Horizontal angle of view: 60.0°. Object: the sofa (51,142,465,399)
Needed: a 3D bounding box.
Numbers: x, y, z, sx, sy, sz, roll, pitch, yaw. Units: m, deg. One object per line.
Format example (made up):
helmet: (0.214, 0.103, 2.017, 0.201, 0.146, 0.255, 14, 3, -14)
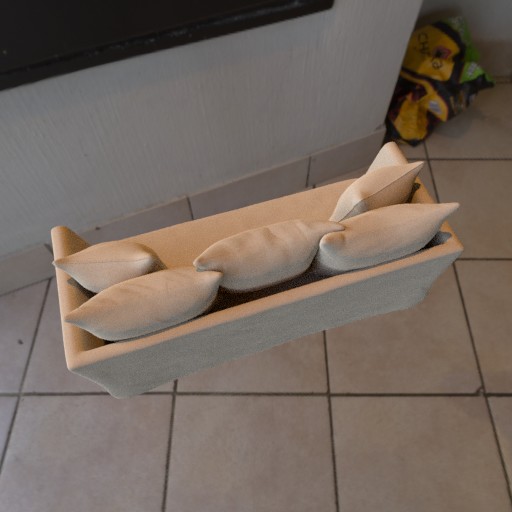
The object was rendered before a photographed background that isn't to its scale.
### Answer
sofa: (0.000, 0.000, 3.036, 2.499, 1.047, 1.046, -16, 61, -9)
